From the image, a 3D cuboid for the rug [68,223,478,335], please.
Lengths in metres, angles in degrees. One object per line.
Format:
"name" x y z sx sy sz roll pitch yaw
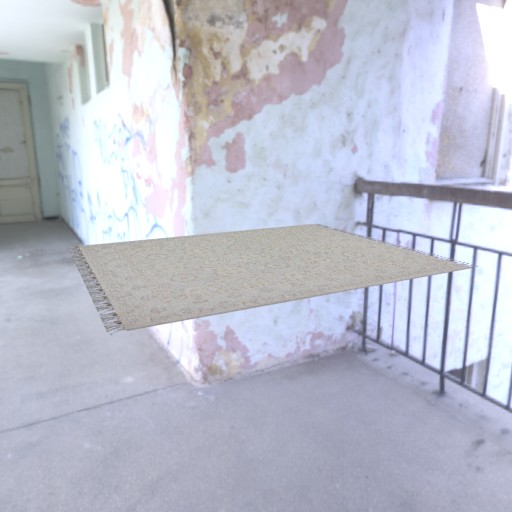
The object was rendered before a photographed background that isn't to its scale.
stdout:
"rug" 0.000 0.000 4.114 3.043 0.013 2.444 -7 16 -26
